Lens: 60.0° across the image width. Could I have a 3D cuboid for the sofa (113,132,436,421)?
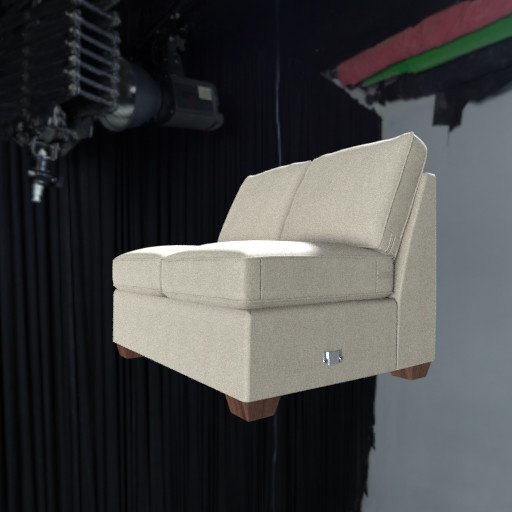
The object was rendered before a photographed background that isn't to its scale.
[{"bbox_3d":[0.000,0.000,2.047,0.978,1.006,1.232,0,-1,-36],"label":"sofa"}]
